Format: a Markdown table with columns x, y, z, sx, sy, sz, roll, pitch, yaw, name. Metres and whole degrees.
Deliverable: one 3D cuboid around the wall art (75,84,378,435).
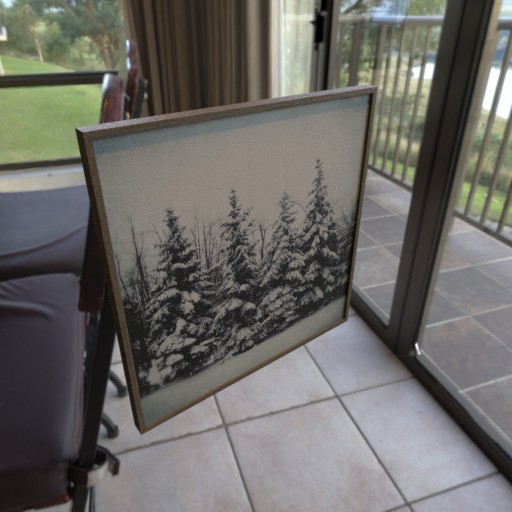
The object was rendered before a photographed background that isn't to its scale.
| x | y | z | sx | sy | sz | roll | pitch | yaw | name |
| --- | --- | --- | --- | --- | --- | --- | --- | --- | --- |
| 0.000 | 0.000 | 1.141 | 0.758 | 0.758 | 0.039 | -21 | 36 | -32 | wall art |
